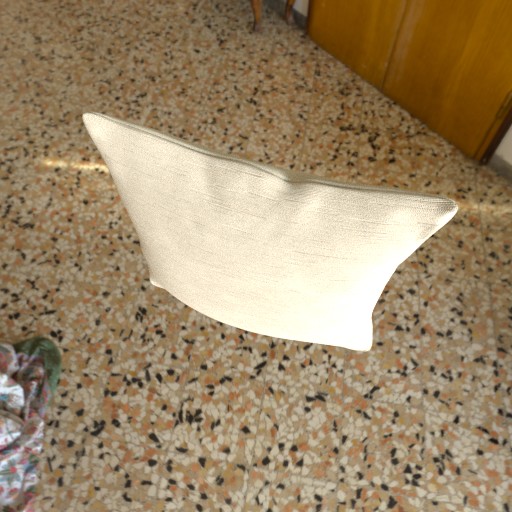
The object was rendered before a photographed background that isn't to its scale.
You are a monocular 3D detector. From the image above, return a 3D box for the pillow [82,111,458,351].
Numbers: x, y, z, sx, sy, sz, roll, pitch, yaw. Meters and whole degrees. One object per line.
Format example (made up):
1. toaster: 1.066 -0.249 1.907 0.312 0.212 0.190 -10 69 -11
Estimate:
1. pillow: 0.000 0.000 0.661 0.437 0.420 0.162 16 59 10
